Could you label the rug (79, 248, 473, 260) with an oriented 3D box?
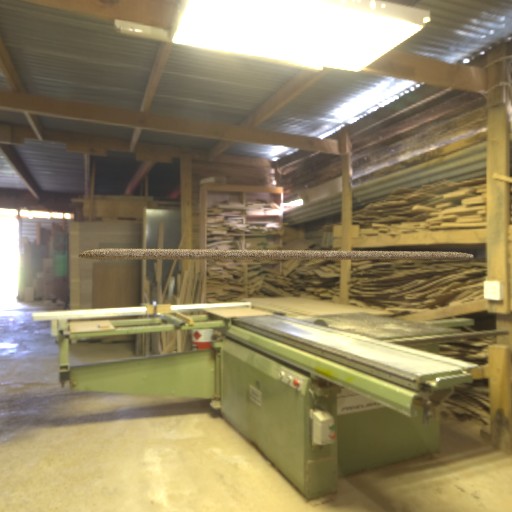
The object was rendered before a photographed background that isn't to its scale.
[{"bbox_3d":[0.000,0.000,3.981,2.873,0.050,2.242,0,-1,-19],"label":"rug"}]
